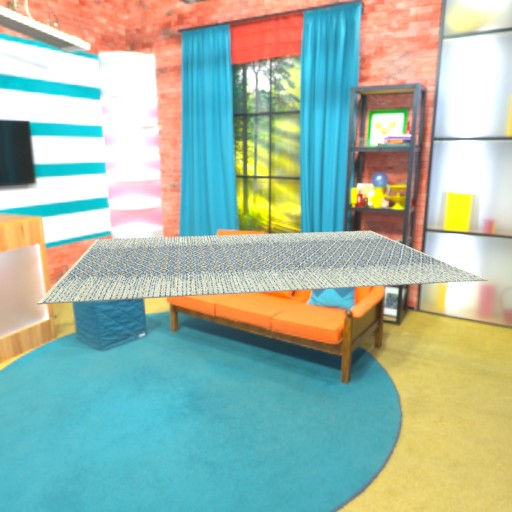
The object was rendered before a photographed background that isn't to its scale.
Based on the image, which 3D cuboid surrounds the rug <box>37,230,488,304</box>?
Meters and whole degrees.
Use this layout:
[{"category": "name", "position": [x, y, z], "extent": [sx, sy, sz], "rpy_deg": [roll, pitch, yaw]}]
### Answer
[{"category": "rug", "position": [0.000, 0.000, 2.351], "extent": [1.828, 0.005, 1.219], "rpy_deg": [-2, 14, -9]}]
